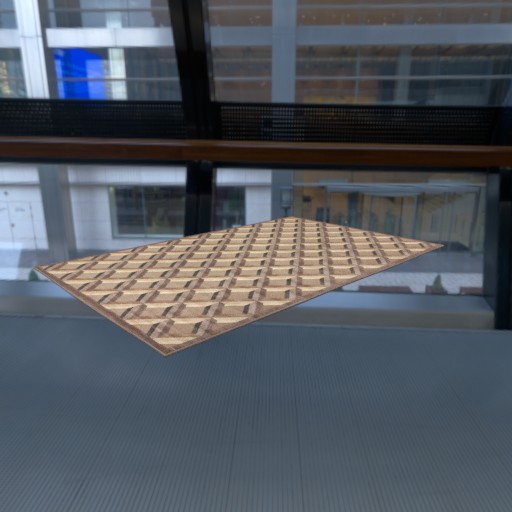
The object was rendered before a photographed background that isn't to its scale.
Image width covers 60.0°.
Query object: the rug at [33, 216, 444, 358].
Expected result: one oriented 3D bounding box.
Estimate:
[{"bbox_3d":[0.000,0.000,2.106,1.677,0.011,1.066,-15,22,-41],"label":"rug"}]
